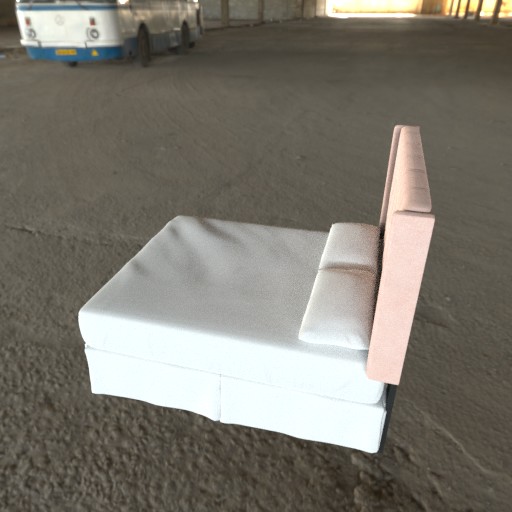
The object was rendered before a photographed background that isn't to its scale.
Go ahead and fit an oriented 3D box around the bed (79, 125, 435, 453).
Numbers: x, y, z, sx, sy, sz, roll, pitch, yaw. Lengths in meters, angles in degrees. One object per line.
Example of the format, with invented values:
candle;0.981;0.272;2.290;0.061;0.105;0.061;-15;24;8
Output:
bed;0.000;0.000;3.235;2.066;1.665;1.719;8;31;13
